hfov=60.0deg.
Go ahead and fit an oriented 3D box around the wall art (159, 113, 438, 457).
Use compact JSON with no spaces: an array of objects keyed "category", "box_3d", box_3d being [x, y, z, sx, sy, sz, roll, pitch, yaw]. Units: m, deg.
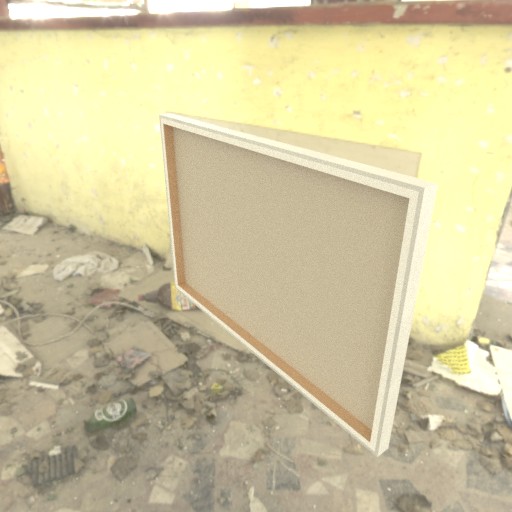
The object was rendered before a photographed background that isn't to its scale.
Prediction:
[{"category":"wall art","box_3d":[0.000,0.000,1.167,0.038,0.610,0.915,-19,32,-33]}]
